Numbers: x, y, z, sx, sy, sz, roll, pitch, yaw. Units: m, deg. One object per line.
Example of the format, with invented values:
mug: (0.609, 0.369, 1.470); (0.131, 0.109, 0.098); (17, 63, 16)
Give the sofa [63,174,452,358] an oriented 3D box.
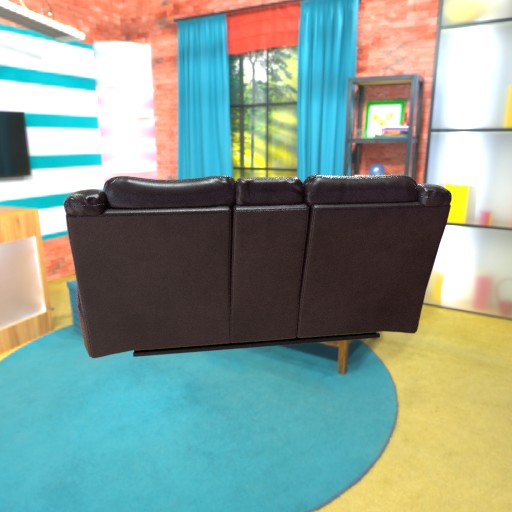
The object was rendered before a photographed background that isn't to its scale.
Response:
sofa: (0.000, 0.000, 2.721); (2.058, 1.043, 0.991); (-3, 15, -10)
